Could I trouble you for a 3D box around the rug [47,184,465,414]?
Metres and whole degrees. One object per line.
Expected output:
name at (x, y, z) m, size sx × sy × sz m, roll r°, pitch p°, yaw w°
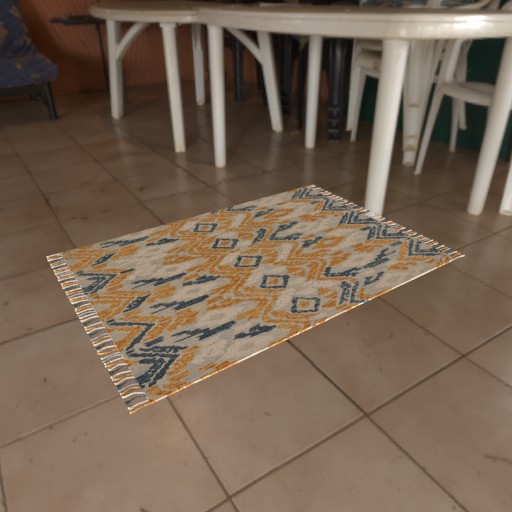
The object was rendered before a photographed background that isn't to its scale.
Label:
rug at (0.000, 0.000, 2.323) m, size 1.827 × 0.008 × 1.230 m, roll -19°, pitch 35°, yaw -29°
